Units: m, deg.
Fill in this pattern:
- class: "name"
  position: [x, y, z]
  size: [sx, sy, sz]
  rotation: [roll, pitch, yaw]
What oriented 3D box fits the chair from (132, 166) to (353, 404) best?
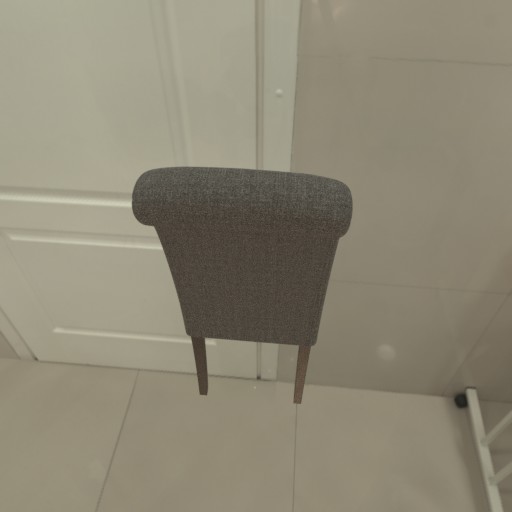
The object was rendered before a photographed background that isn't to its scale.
- class: "chair"
  position: [0.000, 0.000, 1.357]
  size: [0.456, 1.006, 0.671]
  rotation: [4, 47, 4]
